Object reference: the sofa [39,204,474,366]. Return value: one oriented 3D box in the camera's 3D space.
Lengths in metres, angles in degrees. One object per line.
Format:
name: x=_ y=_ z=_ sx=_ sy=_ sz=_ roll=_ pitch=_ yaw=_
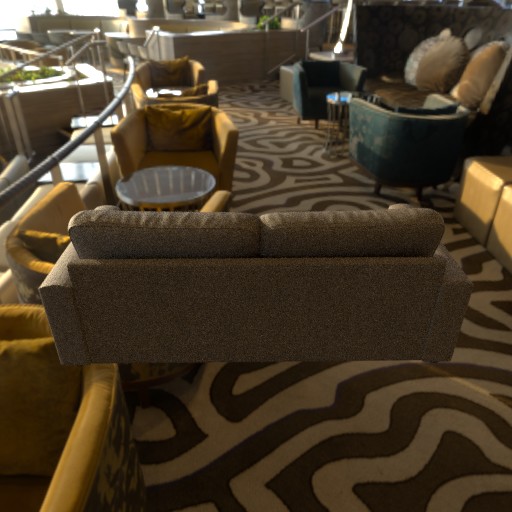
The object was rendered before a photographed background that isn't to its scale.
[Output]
sofa: x=0.000 y=0.000 z=2.696 sx=2.179 sy=0.873 sz=1.016 roll=0 pitch=31 yaw=-1
